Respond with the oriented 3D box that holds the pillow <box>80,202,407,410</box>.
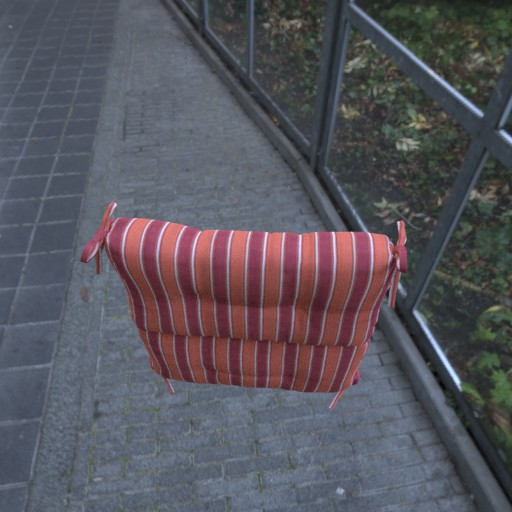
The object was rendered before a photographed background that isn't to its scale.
[{"bbox_3d":[0.000,0.000,1.025,0.519,0.605,0.571,4,46,3],"label":"pillow"}]
